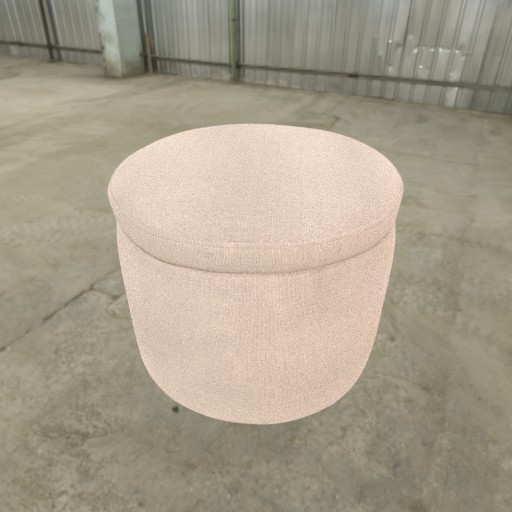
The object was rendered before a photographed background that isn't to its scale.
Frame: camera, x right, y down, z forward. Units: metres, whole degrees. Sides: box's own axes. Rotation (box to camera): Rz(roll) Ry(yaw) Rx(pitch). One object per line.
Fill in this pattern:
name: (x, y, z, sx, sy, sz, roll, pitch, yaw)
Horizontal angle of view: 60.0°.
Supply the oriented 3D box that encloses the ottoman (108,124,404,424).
ottoman: (0.000, 0.000, 0.856, 0.497, 0.409, 0.497, 0, 33, 0)
